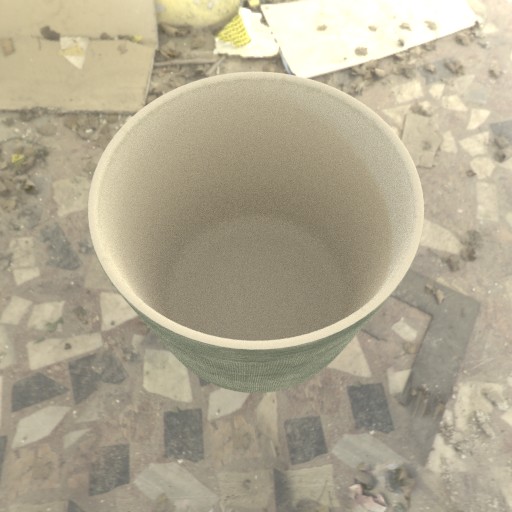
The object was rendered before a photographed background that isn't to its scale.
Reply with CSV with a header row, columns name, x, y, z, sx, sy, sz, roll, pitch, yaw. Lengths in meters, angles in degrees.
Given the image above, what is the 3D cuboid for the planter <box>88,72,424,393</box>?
name,x,y,z,sx,sy,sz,roll,pitch,yaw
planter,0.000,0.000,0.763,0.440,0.398,0.440,0,62,0
